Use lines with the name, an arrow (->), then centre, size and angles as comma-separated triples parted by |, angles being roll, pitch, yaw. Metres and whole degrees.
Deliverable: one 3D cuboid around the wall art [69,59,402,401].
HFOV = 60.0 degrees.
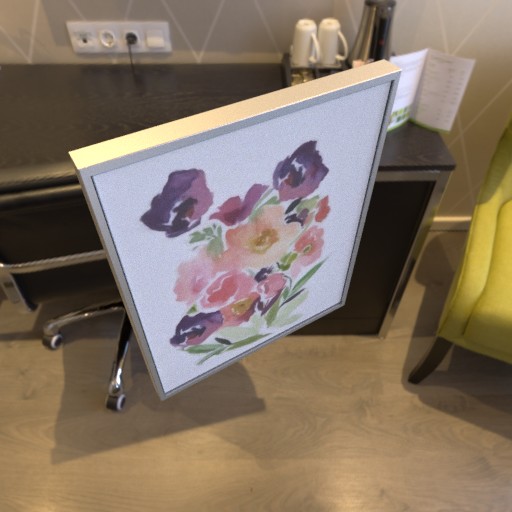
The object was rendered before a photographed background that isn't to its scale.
wall art -> 0.000, 0.000, 0.751 | 0.452, 0.549, 0.038 | -24, 52, -20
